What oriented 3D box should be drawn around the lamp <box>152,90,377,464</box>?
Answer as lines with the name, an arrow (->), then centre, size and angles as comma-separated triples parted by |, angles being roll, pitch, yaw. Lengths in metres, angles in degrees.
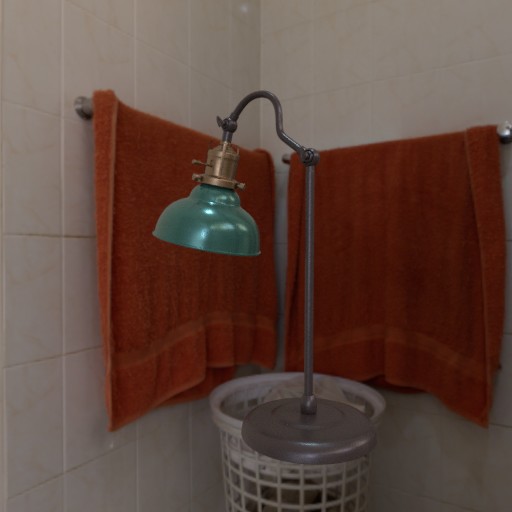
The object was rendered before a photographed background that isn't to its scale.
lamp -> 0.000, 0.000, 0.687 | 0.374, 0.508, 0.192 | 0, 1, 34
